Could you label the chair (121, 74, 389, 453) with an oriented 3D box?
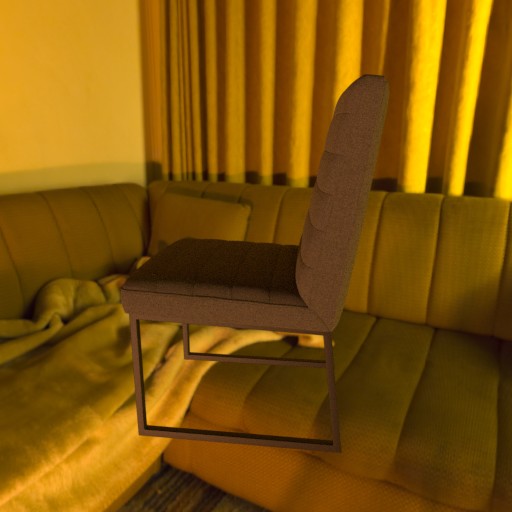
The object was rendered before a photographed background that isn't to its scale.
[{"bbox_3d":[0.000,0.000,1.296,0.634,0.930,0.520,2,15,7],"label":"chair"}]
